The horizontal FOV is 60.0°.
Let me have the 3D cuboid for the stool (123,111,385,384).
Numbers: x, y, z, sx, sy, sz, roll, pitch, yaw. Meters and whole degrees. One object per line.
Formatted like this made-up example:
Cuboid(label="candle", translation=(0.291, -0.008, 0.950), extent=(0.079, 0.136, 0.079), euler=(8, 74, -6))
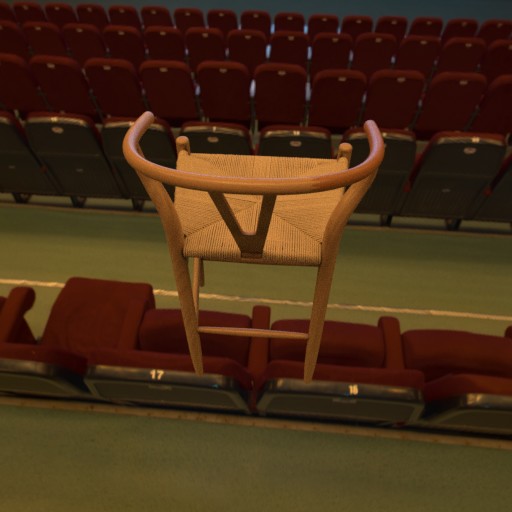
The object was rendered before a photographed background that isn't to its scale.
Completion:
Cuboid(label="stool", translation=(0.000, 0.000, 1.253), extent=(0.536, 0.923, 0.575), euler=(3, 46, 3))
